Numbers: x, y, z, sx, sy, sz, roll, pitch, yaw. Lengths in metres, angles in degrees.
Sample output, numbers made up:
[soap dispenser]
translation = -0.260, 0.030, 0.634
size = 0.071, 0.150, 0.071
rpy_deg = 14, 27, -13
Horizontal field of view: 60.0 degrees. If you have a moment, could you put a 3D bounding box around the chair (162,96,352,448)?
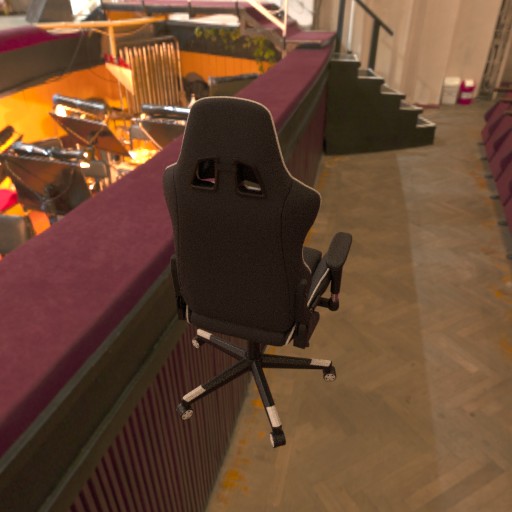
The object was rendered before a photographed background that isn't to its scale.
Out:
[chair]
translation = 0.000, 0.000, 1.673
size = 0.700, 1.240, 0.700
rpy_deg = 10, 33, 16
